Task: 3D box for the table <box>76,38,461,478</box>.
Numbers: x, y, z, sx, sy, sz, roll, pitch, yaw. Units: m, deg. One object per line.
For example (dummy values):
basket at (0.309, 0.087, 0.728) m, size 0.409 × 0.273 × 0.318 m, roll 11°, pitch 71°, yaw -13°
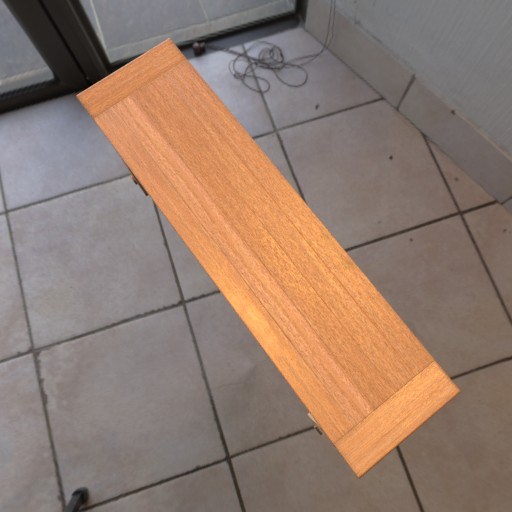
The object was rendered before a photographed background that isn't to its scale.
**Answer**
table at (0.000, 0.000, 1.858) m, size 0.442 × 0.762 × 1.599 m, roll -36°, pitch 79°, yaw -8°
